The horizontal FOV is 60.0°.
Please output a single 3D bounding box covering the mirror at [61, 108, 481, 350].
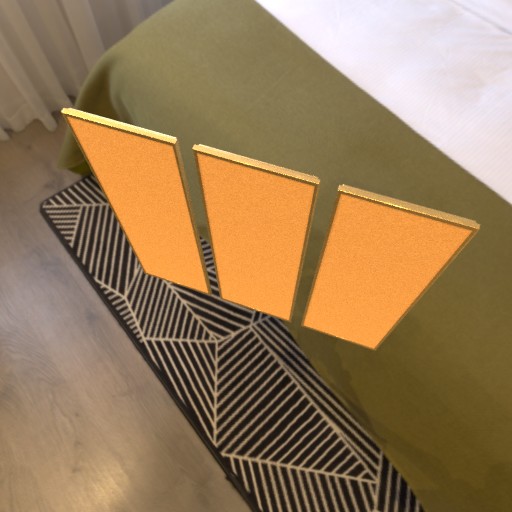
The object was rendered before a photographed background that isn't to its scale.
[{"bbox_3d":[0.000,0.000,1.428,1.011,0.926,0.023,17,64,9],"label":"mirror"}]
